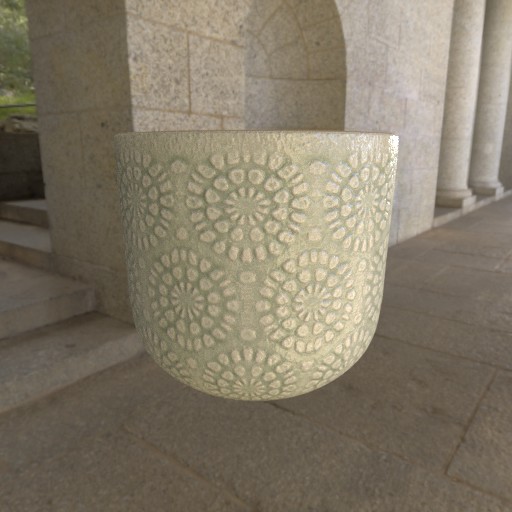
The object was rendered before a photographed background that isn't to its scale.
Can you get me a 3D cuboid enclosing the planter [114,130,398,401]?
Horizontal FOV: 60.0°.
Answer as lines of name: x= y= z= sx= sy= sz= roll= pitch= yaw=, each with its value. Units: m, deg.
planter: x=0.000 y=0.000 z=0.293 sx=0.169 sy=0.153 sz=0.169 roll=0 pitch=13 yaw=0
